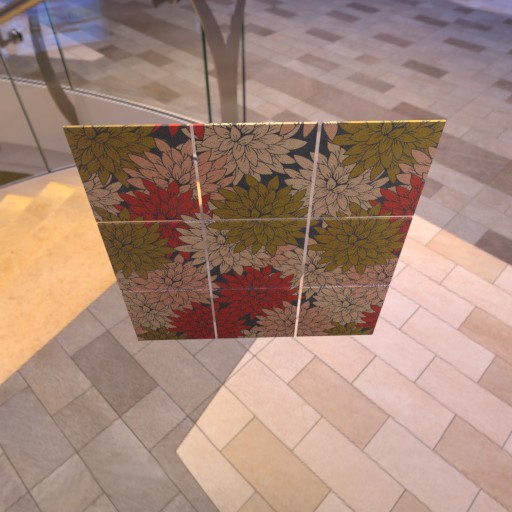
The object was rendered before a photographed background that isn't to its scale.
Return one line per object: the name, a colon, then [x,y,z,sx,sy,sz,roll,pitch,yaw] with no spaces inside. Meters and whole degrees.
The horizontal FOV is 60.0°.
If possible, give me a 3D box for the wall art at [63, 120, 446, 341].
wall art: [0.000,0.000,2.317,1.519,1.534,0.013,-1,47,-1]
